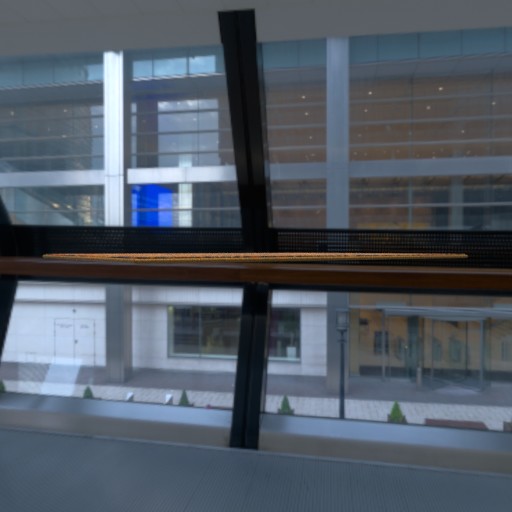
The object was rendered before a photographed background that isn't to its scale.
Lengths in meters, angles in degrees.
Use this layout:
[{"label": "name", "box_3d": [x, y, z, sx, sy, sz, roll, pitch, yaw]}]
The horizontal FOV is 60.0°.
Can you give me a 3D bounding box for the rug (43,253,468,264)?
[{"label": "rug", "box_3d": [0.000, 0.000, 2.825, 2.204, 0.024, 1.588, -1, 1, -36]}]
